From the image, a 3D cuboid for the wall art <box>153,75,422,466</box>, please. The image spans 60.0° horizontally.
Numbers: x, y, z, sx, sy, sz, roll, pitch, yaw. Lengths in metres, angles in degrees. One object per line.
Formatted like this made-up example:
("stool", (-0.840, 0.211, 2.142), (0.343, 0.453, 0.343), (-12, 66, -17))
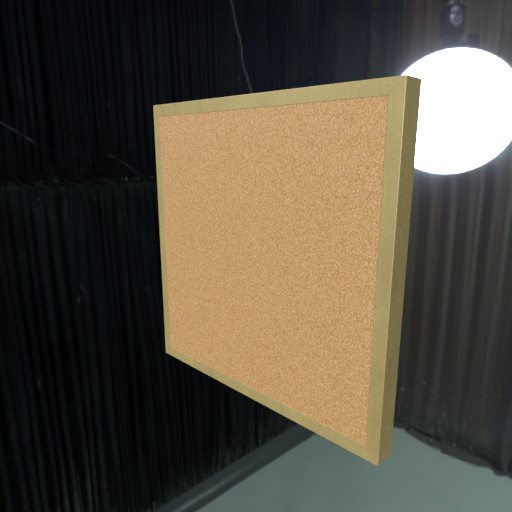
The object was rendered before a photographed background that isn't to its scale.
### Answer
("wall art", (0.000, 0.000, 0.739), (0.508, 0.508, 0.038), (13, 19, 43))
